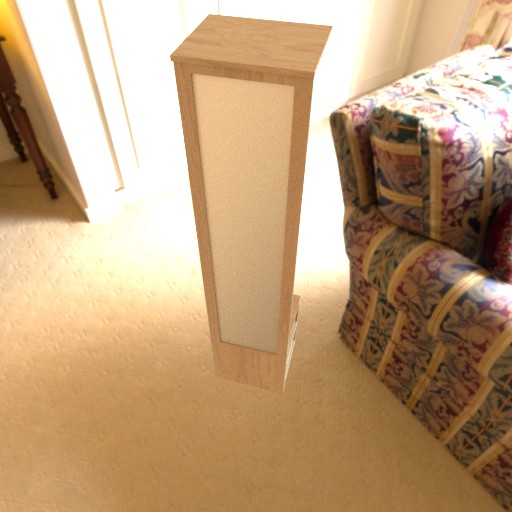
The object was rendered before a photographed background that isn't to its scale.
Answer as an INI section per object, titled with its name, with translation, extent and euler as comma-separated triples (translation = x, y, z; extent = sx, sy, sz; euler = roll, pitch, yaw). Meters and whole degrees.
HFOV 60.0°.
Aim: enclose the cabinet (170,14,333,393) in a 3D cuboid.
[cabinet]
translation = 0.000, 0.000, 2.001
extent = 0.411, 1.879, 0.338
euler = 11, 48, 10
